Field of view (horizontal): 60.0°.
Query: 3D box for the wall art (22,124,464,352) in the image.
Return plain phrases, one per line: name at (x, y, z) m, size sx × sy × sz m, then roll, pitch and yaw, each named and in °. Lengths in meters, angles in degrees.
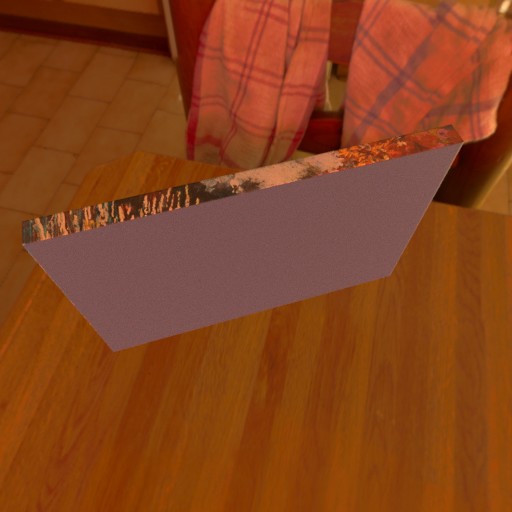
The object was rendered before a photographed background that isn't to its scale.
wall art at (0.000, 0.000, 0.773) m, size 0.610 × 0.406 × 0.037 m, roll -14°, pitch 60°, yaw -8°
